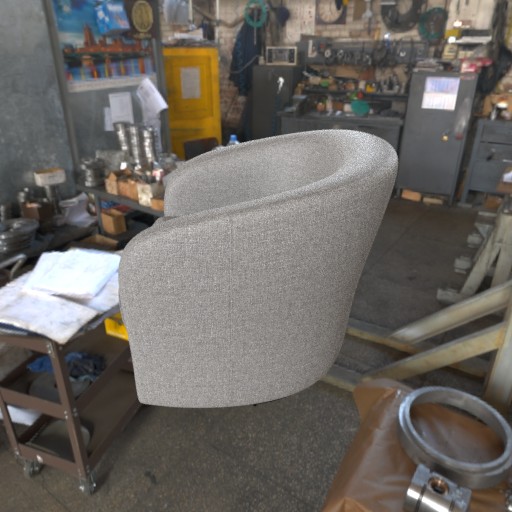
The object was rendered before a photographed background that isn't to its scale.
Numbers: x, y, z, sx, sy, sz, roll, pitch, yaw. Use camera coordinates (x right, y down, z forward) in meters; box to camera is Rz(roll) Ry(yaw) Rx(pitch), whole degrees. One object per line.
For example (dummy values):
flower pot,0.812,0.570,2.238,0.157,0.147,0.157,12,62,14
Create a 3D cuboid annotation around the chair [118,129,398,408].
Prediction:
chair,0.000,0.000,1.491,0.815,0.771,0.791,0,26,0
